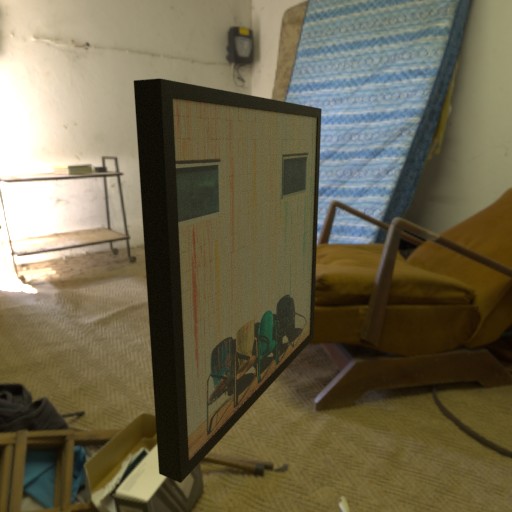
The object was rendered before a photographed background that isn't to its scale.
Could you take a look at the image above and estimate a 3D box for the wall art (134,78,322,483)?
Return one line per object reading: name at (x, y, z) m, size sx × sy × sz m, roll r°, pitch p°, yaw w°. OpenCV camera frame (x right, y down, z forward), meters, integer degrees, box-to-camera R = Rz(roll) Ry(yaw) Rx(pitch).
wall art at (0.000, 0.000, 0.754) m, size 0.037 × 0.506 × 0.506 m, roll 7°, pitch 16°, yaw 27°
